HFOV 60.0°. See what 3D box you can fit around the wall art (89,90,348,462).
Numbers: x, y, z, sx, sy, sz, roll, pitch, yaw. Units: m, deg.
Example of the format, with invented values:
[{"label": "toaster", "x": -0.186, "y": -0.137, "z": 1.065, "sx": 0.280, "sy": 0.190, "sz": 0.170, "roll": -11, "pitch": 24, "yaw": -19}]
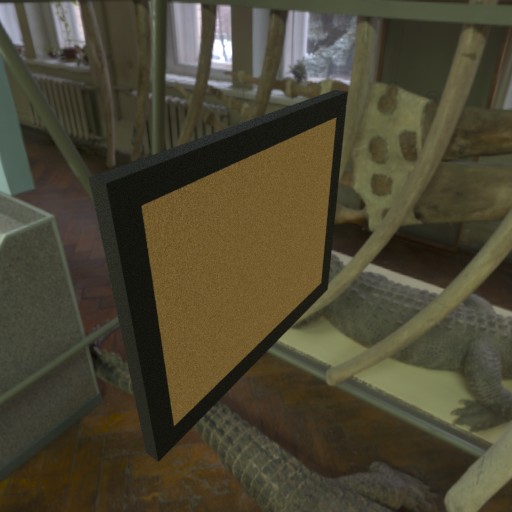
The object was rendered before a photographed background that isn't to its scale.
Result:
[{"label": "wall art", "x": 0.000, "y": 0.000, "z": 0.768, "sx": 0.028, "sy": 0.460, "sz": 0.561, "roll": 20, "pitch": 37, "yaw": 30}]
